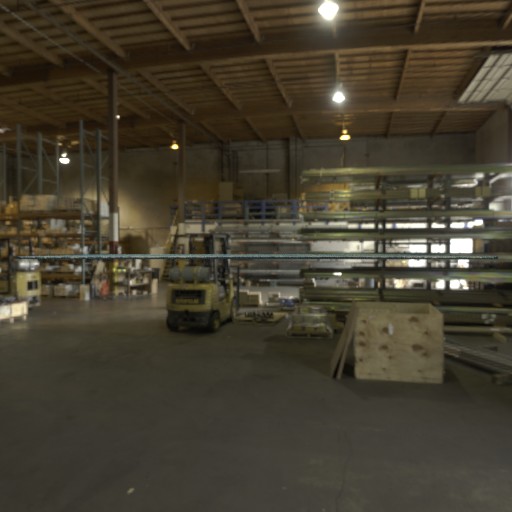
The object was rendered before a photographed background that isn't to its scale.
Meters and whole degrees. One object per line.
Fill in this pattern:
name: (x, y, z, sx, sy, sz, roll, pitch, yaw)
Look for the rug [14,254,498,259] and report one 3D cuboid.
rug: (0.000, 0.000, 2.981, 2.449, 0.015, 1.530, 0, 1, 0)
